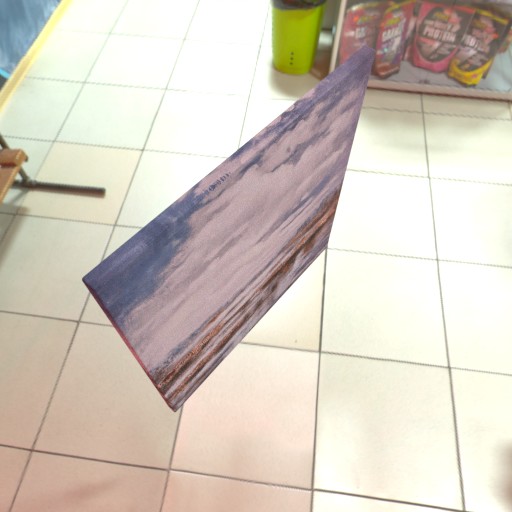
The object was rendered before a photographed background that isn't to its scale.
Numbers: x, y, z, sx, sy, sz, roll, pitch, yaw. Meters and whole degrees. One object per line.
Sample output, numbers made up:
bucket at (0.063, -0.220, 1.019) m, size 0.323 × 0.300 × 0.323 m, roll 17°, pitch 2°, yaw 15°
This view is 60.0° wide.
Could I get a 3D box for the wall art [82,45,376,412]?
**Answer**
wall art at (0.000, 0.000, 1.493) m, size 0.040 × 1.020 × 1.010 m, roll 36°, pitch 64°, yaw 20°
